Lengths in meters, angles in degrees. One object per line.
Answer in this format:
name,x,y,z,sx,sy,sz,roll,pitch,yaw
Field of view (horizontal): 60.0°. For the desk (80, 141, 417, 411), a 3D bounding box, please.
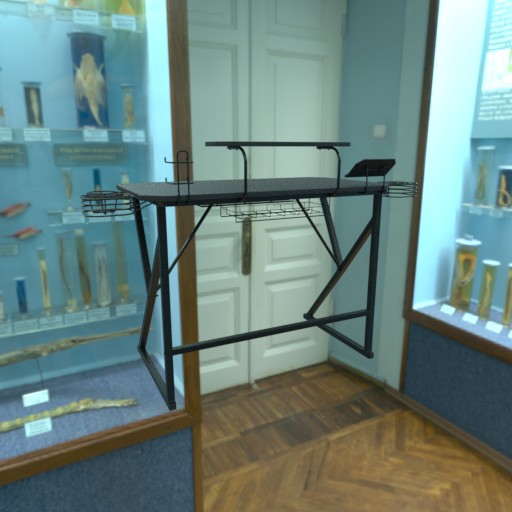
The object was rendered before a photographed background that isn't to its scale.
desk,0.000,0.000,1.776,1.290,0.880,0.580,-7,15,-25
